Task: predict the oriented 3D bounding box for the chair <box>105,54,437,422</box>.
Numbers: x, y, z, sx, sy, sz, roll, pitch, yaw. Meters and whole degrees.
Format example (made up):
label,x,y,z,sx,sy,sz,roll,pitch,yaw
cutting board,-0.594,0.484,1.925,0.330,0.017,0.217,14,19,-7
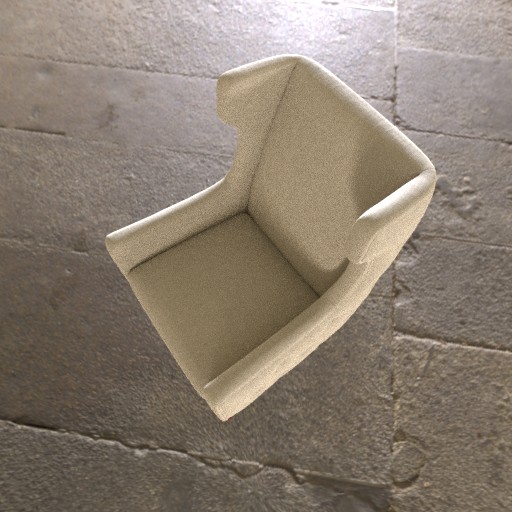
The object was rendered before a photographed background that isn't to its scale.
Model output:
label,x,y,z,sx,sy,sz,roll,pitch,yaw
chair,0.000,0.000,1.674,0.899,1.079,0.778,-33,67,-16
